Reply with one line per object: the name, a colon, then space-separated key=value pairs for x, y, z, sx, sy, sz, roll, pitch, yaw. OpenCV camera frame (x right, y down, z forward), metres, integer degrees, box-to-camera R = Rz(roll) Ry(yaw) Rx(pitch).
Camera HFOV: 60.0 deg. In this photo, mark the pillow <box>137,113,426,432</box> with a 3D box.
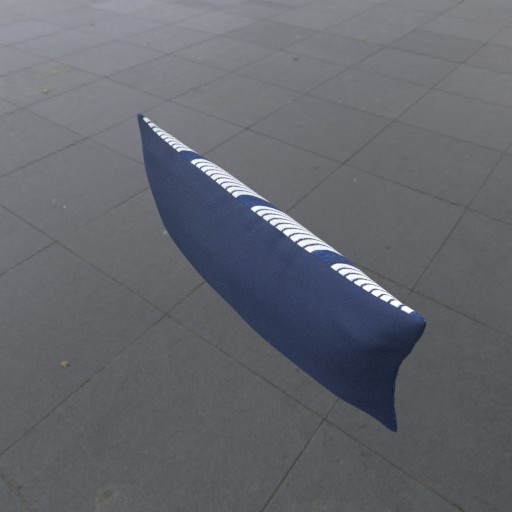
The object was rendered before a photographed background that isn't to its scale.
pillow: x=0.000 y=0.000 z=0.716 sx=0.156 sy=0.292 sz=0.608 roll=-28 pitch=49 yaw=-27
